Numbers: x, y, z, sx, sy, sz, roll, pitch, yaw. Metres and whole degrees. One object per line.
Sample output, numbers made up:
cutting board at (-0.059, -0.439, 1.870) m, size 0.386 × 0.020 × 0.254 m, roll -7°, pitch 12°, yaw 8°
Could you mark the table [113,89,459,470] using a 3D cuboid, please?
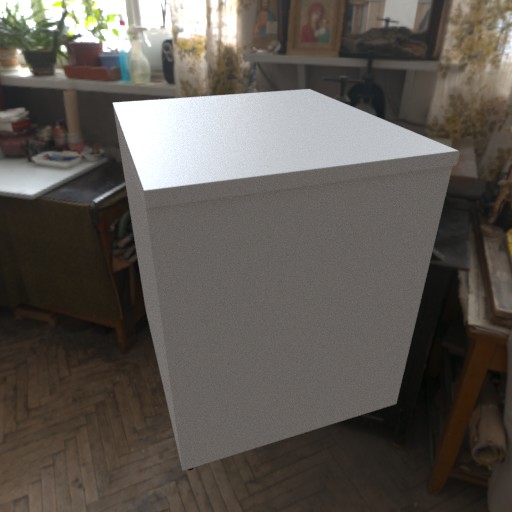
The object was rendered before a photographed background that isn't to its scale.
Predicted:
table at (0.000, 0.000, 0.773) m, size 0.380 × 0.460 × 0.420 m, roll -10°, pitch 32°, yaw -17°
